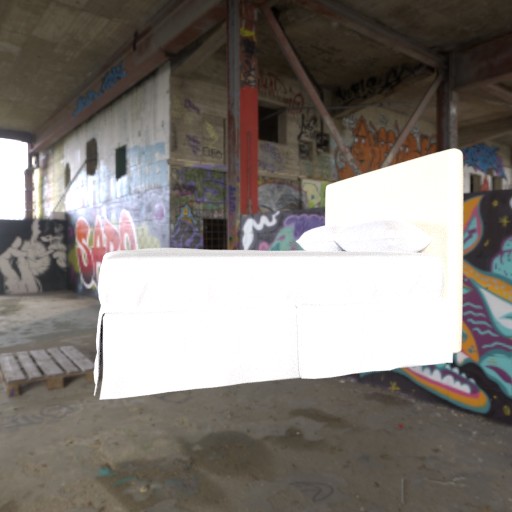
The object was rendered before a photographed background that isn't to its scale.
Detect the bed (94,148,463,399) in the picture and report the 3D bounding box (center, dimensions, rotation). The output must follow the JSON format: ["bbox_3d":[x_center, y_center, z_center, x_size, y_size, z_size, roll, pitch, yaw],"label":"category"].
[{"bbox_3d":[0.000,0.000,3.130,2.142,1.330,1.713,0,1,-18],"label":"bed"}]
